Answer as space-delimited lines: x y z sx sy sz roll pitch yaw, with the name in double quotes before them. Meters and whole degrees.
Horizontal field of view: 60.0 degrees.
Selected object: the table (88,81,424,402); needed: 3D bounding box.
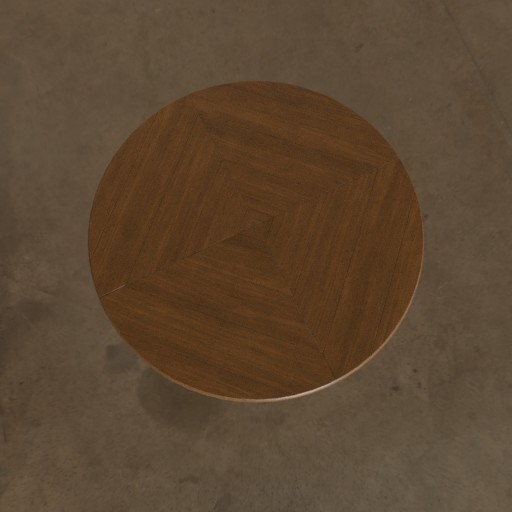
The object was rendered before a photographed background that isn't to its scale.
"table" 0.000 0.000 1.749 1.055 0.757 1.055 0 75 0
